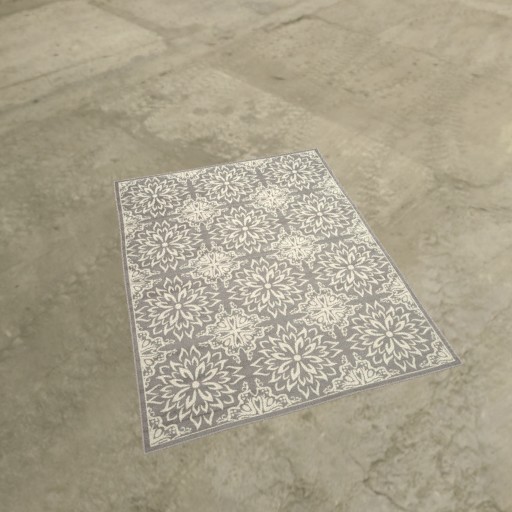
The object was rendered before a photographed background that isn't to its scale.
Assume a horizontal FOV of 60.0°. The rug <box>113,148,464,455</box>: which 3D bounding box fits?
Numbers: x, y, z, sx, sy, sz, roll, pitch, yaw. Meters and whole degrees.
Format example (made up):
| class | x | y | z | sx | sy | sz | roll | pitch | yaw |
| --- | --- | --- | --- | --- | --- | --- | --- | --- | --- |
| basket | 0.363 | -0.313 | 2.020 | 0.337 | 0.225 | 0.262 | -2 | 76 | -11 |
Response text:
| class | x | y | z | sx | sy | sz | roll | pitch | yaw |
| --- | --- | --- | --- | --- | --- | --- | --- | --- | --- |
| rug | 0.000 | 0.000 | 4.051 | 2.363 | 0.012 | 2.980 | -12 | 48 | -11 |
